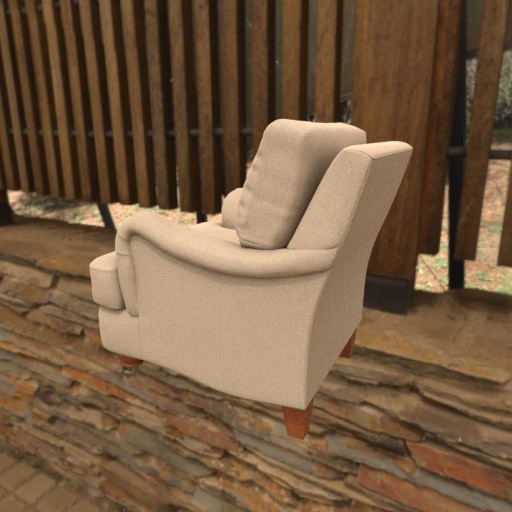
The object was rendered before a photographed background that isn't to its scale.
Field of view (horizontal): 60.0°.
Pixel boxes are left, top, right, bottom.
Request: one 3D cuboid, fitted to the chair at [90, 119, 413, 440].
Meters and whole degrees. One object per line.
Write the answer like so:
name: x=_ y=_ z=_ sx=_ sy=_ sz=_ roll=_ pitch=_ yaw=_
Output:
chair: x=0.000 y=0.000 z=1.857 sx=1.078 sy=1.076 sz=0.895 roll=7 pitch=17 yaw=25
